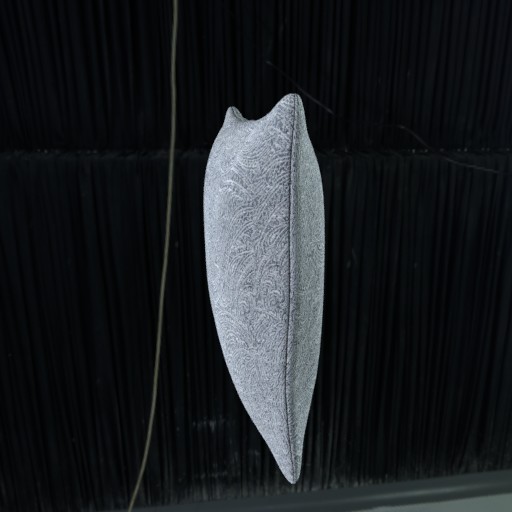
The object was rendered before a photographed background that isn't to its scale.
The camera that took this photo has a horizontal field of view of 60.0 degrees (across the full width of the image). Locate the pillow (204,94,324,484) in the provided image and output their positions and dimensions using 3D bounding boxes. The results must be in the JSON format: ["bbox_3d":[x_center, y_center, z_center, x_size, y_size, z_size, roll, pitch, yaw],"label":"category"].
[{"bbox_3d":[0.000,0.000,0.776,0.166,0.510,0.523,-3,17,-10],"label":"pillow"}]
